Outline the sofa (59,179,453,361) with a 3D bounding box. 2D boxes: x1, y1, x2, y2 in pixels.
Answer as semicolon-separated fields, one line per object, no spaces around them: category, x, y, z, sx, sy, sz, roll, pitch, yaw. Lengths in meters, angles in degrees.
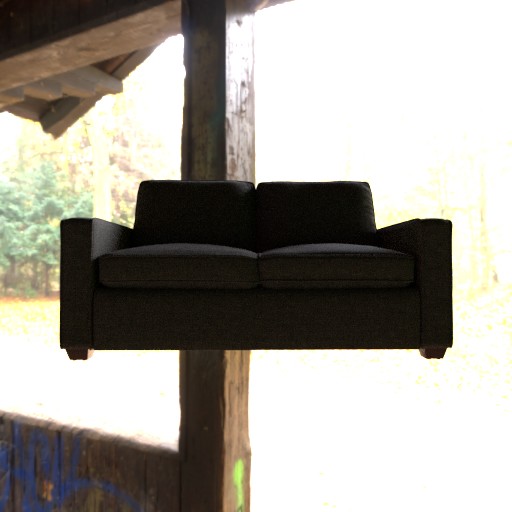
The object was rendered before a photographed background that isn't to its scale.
sofa;0.000;0.000;2.344;1.709;0.918;0.947;0;-1;-1
